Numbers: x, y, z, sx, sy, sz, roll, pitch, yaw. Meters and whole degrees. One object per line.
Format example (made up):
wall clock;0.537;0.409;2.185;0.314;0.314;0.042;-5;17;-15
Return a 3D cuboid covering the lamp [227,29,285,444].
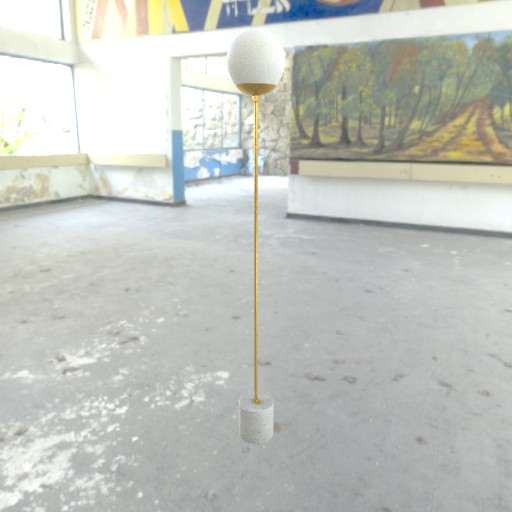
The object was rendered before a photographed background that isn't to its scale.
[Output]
lamp;0.000;0.000;1.886;0.224;1.753;0.224;7;17;25
